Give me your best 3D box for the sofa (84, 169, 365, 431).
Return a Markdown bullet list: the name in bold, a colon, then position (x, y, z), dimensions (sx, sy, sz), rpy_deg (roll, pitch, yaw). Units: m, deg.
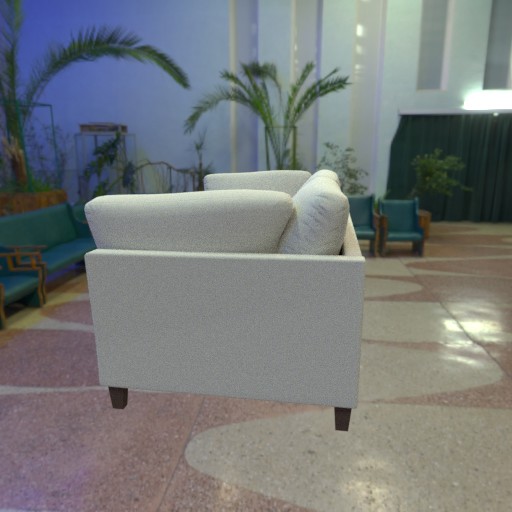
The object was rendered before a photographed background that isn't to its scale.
- **sofa**: position (0.000, 0.000, 2.307), dimensions (0.970, 0.836, 1.776), rpy_deg (2, 13, 9)
